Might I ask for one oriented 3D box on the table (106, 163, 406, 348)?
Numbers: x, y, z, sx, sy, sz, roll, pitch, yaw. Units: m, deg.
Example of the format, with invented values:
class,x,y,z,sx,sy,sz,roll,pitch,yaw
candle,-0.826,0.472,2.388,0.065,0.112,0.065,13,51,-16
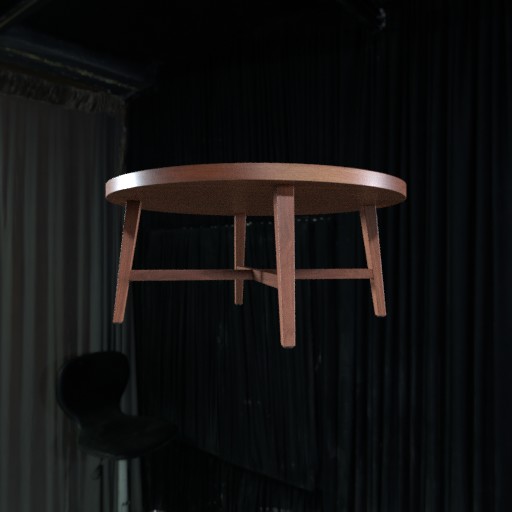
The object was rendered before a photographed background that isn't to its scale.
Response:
class,x,y,z,sx,sy,sz,roll,pitch,yaw
table,0.000,0.000,1.247,0.800,0.360,0.800,0,0,0
